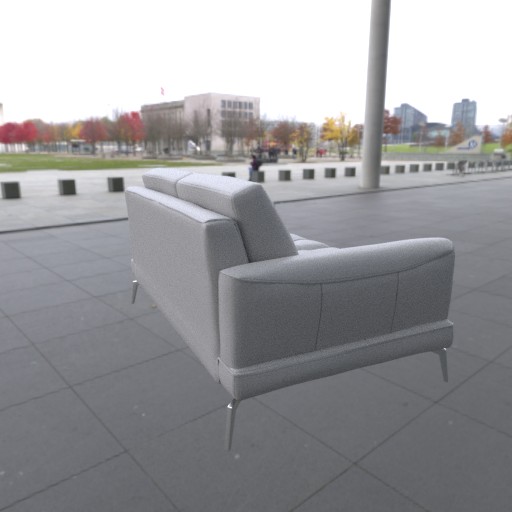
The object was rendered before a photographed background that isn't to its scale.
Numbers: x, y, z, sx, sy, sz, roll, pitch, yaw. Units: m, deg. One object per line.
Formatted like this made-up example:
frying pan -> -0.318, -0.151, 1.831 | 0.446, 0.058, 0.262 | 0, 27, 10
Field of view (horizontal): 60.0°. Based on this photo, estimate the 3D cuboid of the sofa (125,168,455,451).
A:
sofa -> 0.000, 0.000, 2.451 | 1.121, 0.930, 1.819 | -7, 15, -25
